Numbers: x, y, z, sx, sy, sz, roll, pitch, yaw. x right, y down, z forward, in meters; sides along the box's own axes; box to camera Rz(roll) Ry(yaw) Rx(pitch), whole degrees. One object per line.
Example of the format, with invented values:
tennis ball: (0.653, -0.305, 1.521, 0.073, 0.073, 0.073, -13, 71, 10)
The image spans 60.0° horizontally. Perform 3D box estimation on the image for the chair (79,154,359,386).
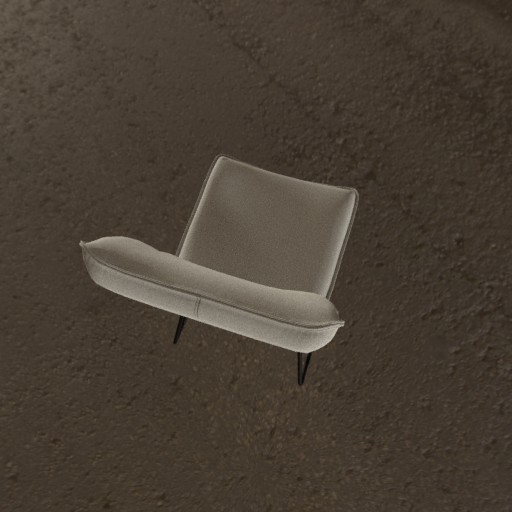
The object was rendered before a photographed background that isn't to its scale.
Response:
chair: (0.000, 0.000, 1.323, 0.515, 0.930, 0.688, 16, 65, 8)
